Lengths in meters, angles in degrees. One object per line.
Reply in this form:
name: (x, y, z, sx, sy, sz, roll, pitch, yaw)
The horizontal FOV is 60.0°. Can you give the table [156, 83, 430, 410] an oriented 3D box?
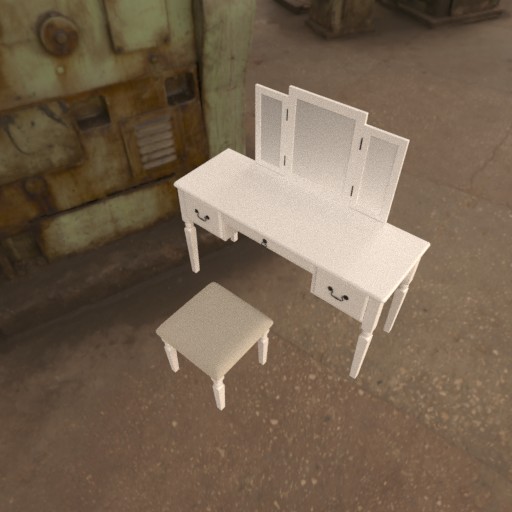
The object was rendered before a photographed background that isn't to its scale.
table: (0.000, 0.000, 2.304, 1.369, 1.310, 1.115, 31, 53, 26)
